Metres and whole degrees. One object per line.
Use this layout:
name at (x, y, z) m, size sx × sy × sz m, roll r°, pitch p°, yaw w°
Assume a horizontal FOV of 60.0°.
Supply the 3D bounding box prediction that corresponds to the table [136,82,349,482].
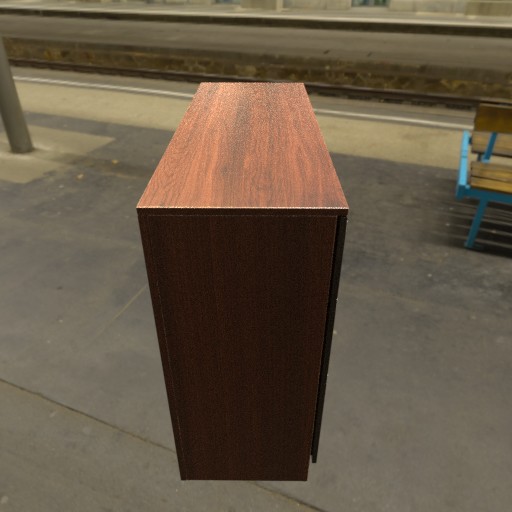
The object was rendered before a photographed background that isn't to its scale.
table at (0.000, 0.000, 1.321) m, size 0.380 × 0.790 × 0.930 m, roll 0°, pitch 33°, yaw 0°
